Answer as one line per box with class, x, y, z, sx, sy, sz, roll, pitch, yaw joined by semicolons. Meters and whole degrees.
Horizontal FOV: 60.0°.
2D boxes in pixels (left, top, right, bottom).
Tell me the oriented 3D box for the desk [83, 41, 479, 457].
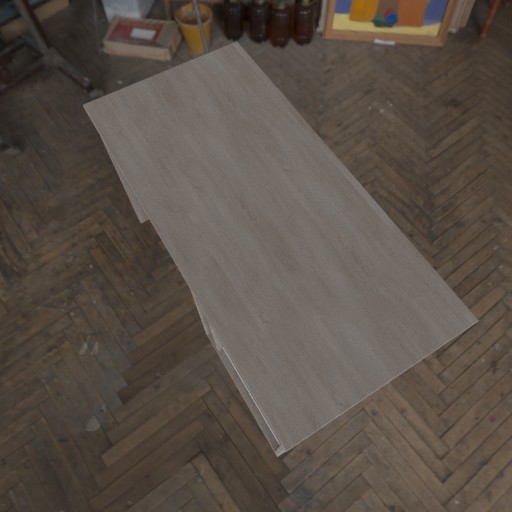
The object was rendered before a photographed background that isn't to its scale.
desk;0.000;0.000;1.668;0.600;0.770;1.251;-29;67;-13
